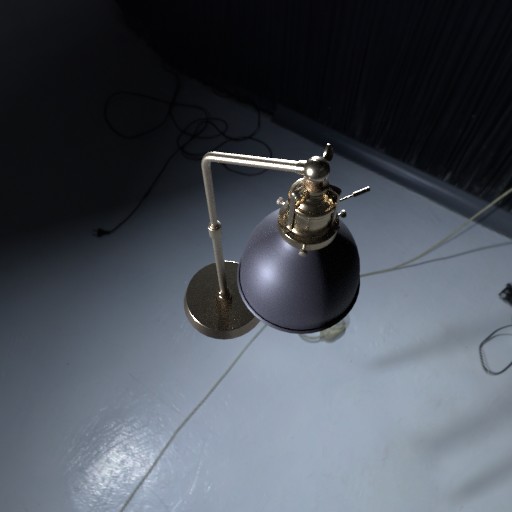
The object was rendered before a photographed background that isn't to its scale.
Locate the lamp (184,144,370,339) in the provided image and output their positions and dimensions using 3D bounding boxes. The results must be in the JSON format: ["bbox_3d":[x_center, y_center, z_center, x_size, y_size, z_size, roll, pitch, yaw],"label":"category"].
[{"bbox_3d":[0.000,0.000,0.604,0.291,0.456,0.160,30,64,16],"label":"lamp"}]
